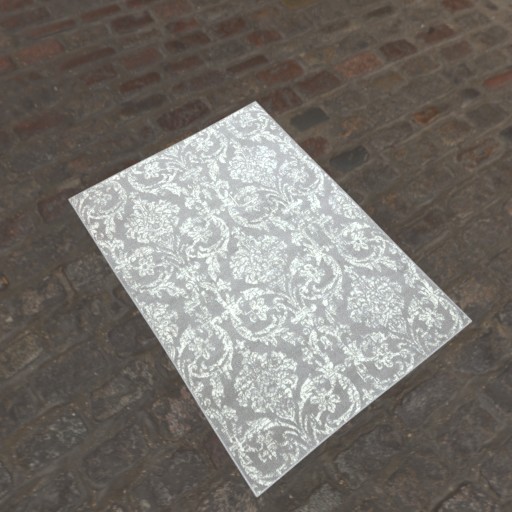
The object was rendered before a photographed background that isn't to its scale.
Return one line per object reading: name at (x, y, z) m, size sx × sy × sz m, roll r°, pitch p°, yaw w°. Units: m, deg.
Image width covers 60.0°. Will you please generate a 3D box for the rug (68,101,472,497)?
rug at (0.000, 0.000, 2.829) m, size 1.578 × 0.014 × 2.206 m, roll -33°, pitch 67°, yaw -15°
